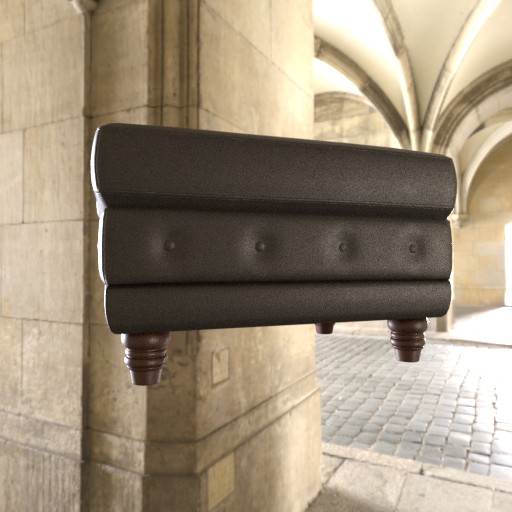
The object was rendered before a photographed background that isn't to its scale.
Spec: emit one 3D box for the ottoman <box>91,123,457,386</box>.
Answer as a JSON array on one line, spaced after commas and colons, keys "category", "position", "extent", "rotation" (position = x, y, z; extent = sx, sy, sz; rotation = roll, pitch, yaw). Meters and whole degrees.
[{"category": "ottoman", "position": [0.000, 0.000, 1.157], "extent": [0.795, 0.498, 0.590], "rotation": [0, -1, -19]}]
